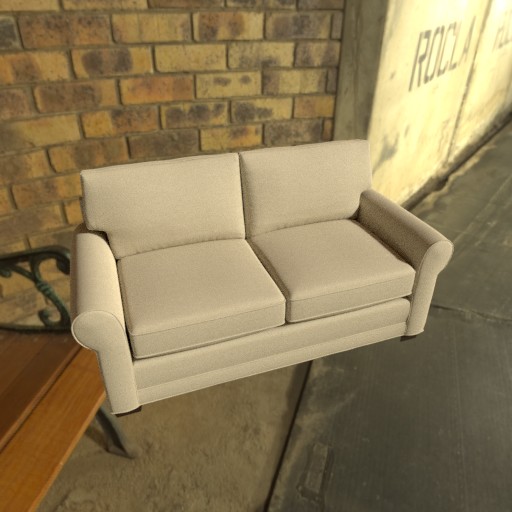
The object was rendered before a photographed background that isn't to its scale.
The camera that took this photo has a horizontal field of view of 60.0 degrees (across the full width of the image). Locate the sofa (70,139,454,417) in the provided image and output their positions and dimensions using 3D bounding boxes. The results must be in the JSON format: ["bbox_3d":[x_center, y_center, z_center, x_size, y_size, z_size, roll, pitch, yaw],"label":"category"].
[{"bbox_3d":[0.000,0.000,2.289,1.774,0.933,0.861,-10,33,-17],"label":"sofa"}]
